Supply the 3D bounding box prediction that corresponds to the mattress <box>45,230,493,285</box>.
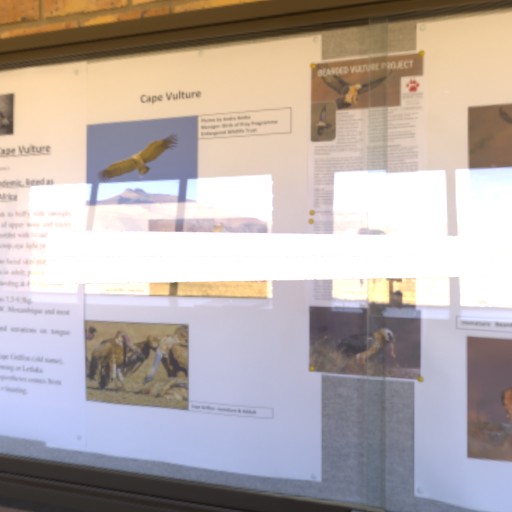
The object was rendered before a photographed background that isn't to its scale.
[{"bbox_3d":[0.000,0.000,2.534,2.000,0.200,1.400,0,0,-17],"label":"mattress"}]
